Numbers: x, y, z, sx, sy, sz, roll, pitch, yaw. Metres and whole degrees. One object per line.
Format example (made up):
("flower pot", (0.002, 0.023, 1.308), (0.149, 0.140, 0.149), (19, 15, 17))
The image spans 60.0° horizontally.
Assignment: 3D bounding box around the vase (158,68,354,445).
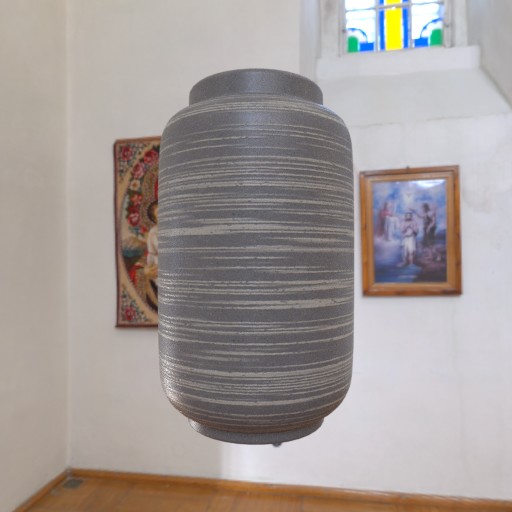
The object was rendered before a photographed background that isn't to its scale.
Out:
("vase", (0.000, 0.000, 0.685), (0.297, 0.499, 0.297), (0, 0, 0))
